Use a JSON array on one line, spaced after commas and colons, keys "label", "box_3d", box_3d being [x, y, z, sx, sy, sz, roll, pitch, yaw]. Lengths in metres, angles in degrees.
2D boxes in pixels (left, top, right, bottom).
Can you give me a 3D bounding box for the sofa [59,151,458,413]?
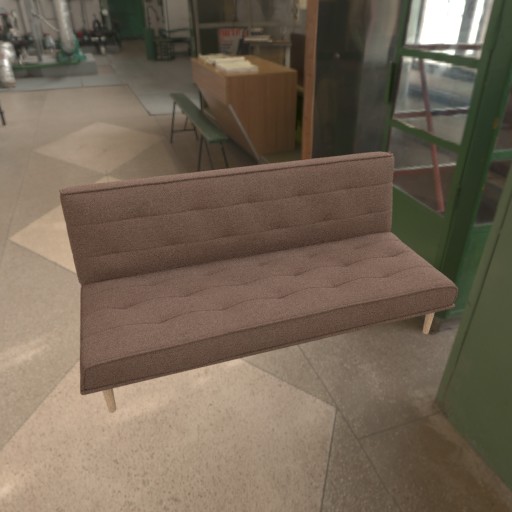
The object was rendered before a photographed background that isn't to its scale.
[{"label": "sofa", "box_3d": [0.000, 0.000, 2.332, 1.820, 0.810, 1.038, -10, 32, -16]}]
